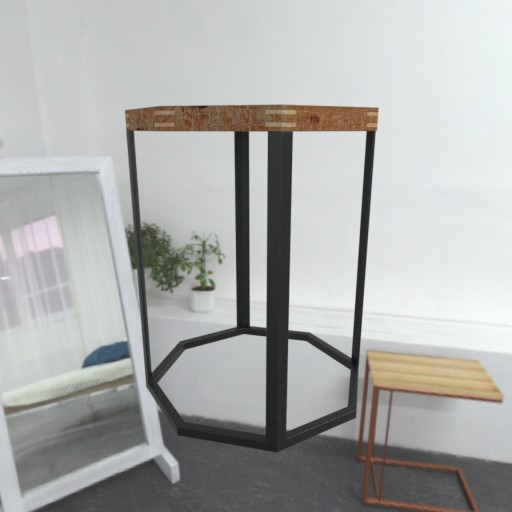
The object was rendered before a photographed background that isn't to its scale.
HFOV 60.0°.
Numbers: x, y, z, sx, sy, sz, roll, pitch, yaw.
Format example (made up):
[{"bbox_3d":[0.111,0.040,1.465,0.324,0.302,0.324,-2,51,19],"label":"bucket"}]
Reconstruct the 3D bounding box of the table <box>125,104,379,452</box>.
[{"bbox_3d":[0.000,0.000,0.872,0.458,0.543,0.458,-2,16,-8],"label":"table"}]
